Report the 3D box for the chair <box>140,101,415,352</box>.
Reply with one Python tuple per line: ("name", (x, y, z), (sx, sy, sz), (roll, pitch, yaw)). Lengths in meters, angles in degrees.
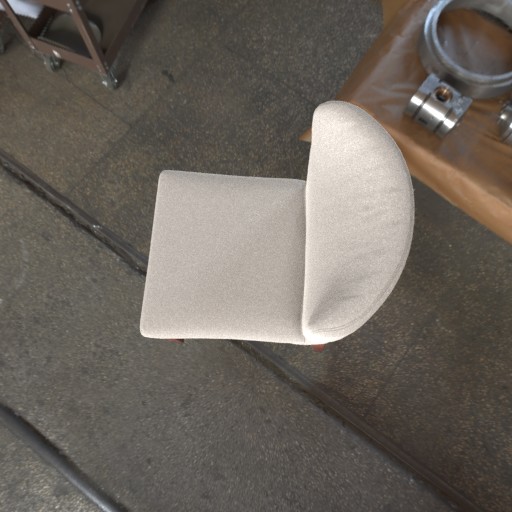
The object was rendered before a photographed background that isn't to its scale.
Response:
("chair", (0.000, 0.000, 1.218), (0.592, 0.839, 0.491), (3, 75, 1))
